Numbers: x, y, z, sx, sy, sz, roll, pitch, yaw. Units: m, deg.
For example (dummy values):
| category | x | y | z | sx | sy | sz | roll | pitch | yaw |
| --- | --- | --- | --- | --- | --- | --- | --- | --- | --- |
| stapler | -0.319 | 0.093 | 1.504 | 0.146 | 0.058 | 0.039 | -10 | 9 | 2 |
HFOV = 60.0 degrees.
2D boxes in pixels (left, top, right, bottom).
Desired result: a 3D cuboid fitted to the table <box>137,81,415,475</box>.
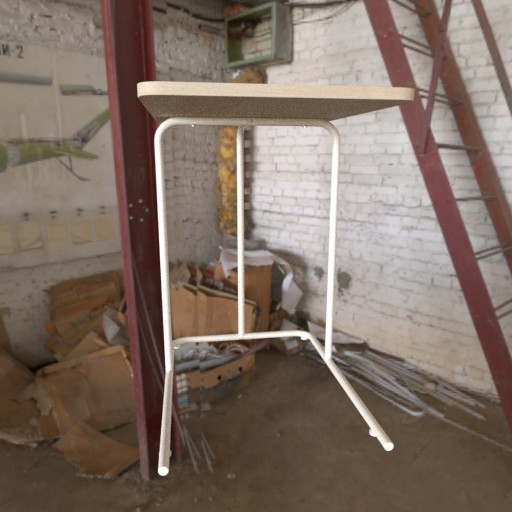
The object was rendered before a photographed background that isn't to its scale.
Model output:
| category | x | y | z | sx | sy | sz | roll | pitch | yaw |
| --- | --- | --- | --- | --- | --- | --- | --- | --- | --- |
| table | 0.000 | 0.000 | 0.848 | 0.370 | 0.550 | 0.480 | -2 | 13 | -9 |
